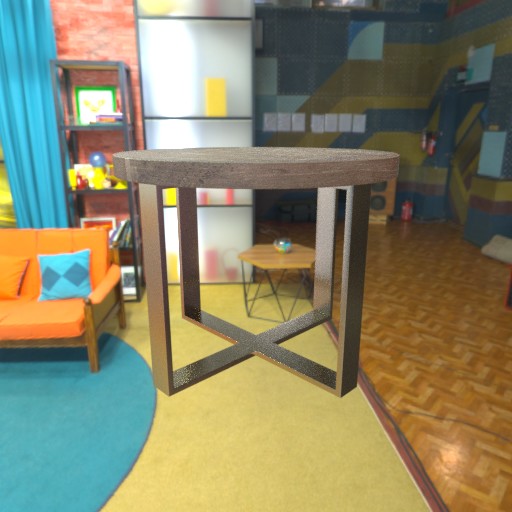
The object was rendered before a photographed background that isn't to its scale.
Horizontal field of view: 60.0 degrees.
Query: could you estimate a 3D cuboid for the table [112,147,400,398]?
[{"bbox_3d":[0.000,0.000,0.960,0.557,0.437,0.557,0,16,0],"label":"table"}]
